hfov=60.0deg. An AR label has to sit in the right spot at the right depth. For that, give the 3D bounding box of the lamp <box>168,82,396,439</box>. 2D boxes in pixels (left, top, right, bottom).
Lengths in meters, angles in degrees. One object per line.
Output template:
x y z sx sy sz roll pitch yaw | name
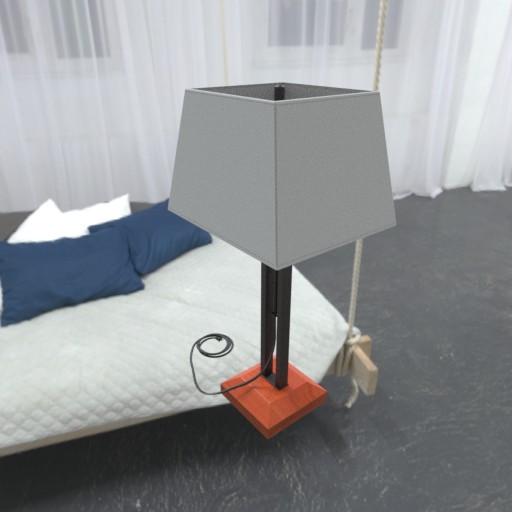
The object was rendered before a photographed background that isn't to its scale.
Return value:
0.000 0.000 1.006 0.310 0.737 0.498 -19 31 -34 | lamp
